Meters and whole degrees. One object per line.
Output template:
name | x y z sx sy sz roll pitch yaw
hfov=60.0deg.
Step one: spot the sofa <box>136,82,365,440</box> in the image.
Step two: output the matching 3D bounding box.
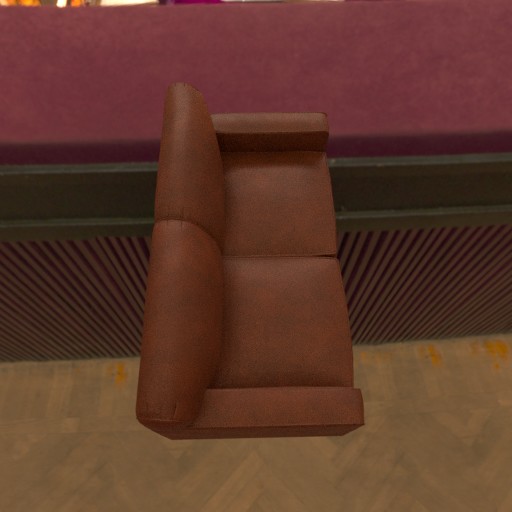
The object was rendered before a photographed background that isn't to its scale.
sofa | 0.000 0.000 2.484 1.000 0.966 1.856 -1 63 -1
